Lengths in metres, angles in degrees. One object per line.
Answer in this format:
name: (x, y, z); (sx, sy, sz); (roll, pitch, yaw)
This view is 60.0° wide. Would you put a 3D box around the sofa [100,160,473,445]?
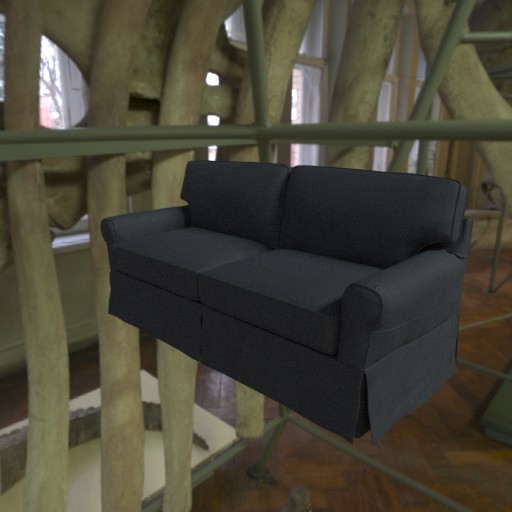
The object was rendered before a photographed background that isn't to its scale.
sofa: (0.000, 0.000, 2.763); (2.256, 1.094, 0.983); (14, 21, 41)
